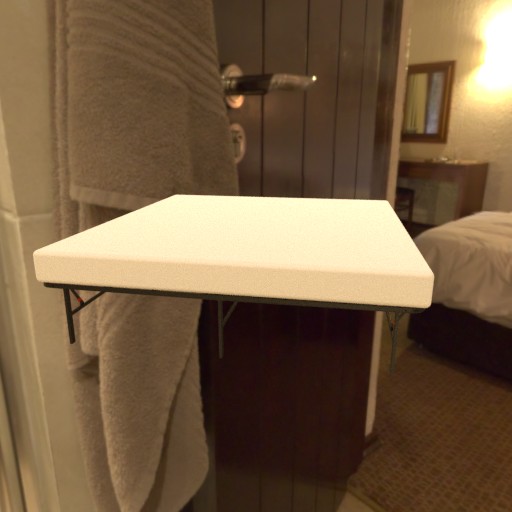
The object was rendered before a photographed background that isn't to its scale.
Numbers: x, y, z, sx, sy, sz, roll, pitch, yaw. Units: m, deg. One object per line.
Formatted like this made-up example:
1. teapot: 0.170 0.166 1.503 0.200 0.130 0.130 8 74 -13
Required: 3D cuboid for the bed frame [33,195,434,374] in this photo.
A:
1. bed frame: 0.000 0.000 3.087 1.935 0.525 2.033 3 16 10
